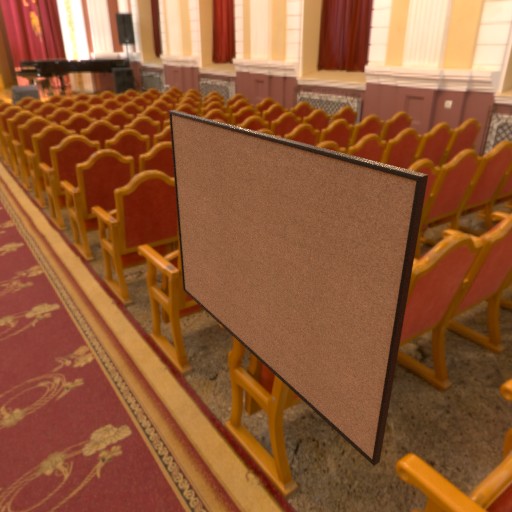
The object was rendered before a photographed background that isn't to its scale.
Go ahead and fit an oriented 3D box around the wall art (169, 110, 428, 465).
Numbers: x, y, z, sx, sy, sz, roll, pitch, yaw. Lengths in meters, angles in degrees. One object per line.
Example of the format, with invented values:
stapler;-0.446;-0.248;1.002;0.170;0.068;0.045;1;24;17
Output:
wall art;0.000;0.000;1.211;0.019;0.660;0.957;-16;30;-31
